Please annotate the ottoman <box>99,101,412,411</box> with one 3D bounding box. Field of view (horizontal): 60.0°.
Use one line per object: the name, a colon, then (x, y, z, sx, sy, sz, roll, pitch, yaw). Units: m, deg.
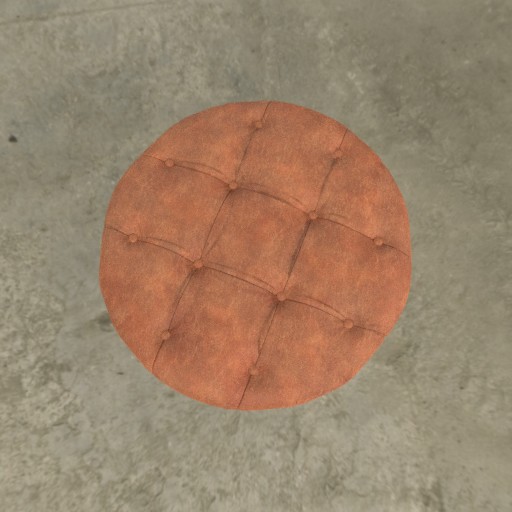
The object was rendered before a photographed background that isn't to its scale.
ottoman: (0.000, 0.000, 1.396, 0.901, 0.444, 0.901, 0, 76, 0)
